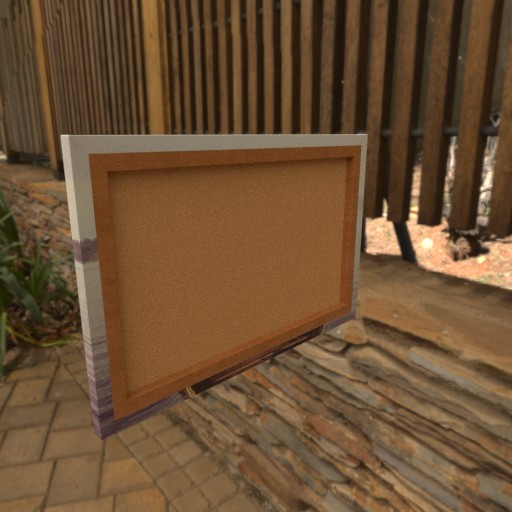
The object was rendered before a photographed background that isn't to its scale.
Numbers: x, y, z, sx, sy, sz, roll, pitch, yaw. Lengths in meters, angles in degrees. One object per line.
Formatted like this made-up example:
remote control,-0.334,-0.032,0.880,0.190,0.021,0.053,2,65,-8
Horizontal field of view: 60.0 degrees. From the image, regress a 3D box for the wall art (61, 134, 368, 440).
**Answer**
wall art,0.000,0.000,1.150,0.916,0.609,0.037,-14,21,-42
